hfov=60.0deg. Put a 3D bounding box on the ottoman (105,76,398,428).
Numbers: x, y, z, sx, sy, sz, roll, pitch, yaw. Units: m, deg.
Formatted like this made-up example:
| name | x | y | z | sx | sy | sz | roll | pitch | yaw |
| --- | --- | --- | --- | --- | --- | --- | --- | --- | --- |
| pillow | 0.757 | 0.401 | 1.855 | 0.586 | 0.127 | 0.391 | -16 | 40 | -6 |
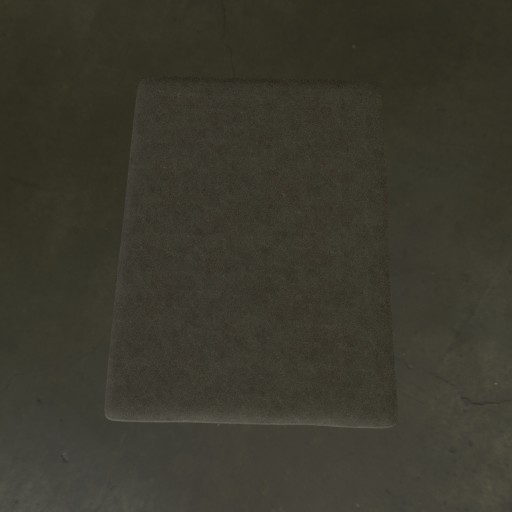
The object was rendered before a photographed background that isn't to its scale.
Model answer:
| name | x | y | z | sx | sy | sz | roll | pitch | yaw |
| --- | --- | --- | --- | --- | --- | --- | --- | --- | --- |
| ottoman | 0.000 | 0.000 | 1.224 | 0.639 | 0.464 | 0.839 | 1 | 75 | 0 |
